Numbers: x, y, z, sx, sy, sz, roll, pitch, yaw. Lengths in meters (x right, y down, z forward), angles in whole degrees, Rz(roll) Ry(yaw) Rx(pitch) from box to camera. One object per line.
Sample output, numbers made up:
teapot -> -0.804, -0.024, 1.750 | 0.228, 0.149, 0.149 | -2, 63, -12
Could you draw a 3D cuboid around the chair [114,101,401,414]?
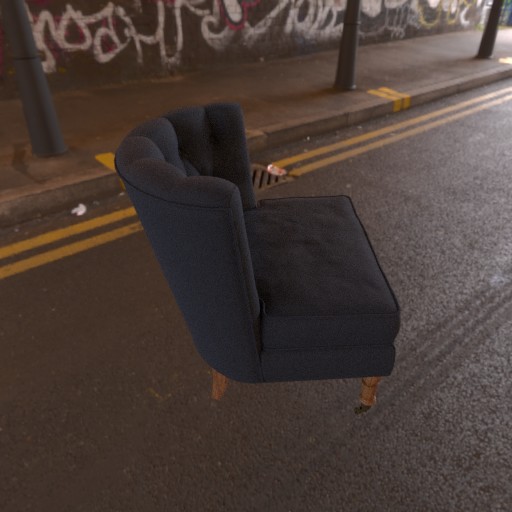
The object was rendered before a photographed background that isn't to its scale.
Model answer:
chair -> 0.000, 0.000, 1.359 | 0.718, 0.771, 0.740 | -1, 33, -1
